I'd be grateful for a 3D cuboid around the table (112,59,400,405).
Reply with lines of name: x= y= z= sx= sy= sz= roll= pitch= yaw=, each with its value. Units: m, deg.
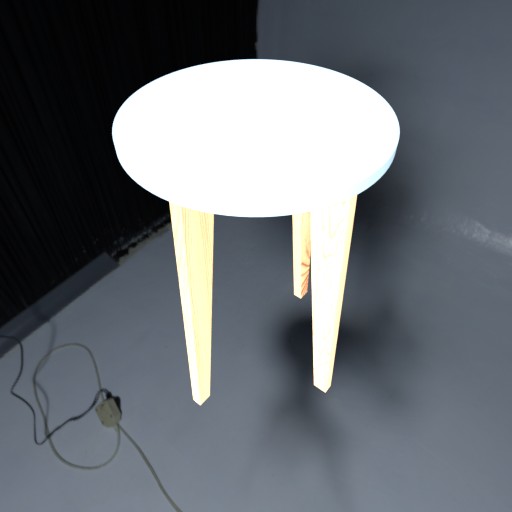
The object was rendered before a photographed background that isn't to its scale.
table: x=0.000 y=0.000 z=0.731 sx=0.350 sy=0.500 sz=0.350 roll=0 pitch=45 yaw=0
